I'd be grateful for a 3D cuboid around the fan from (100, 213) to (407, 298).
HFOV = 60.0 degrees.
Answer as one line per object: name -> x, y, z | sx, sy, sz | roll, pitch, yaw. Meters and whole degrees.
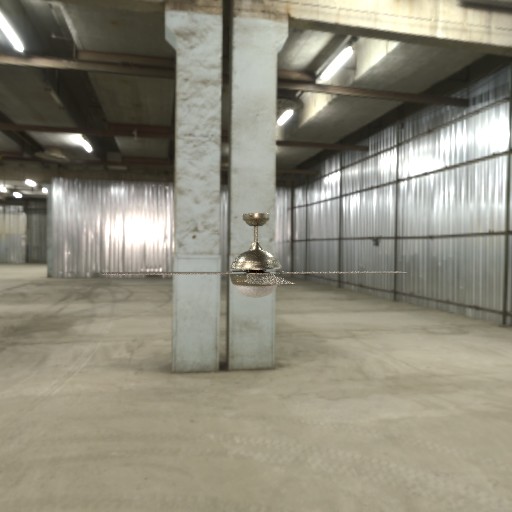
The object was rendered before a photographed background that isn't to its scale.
fan -> 0.000, 0.000, 2.028 | 1.321, 0.381, 1.321 | 0, 1, 17
